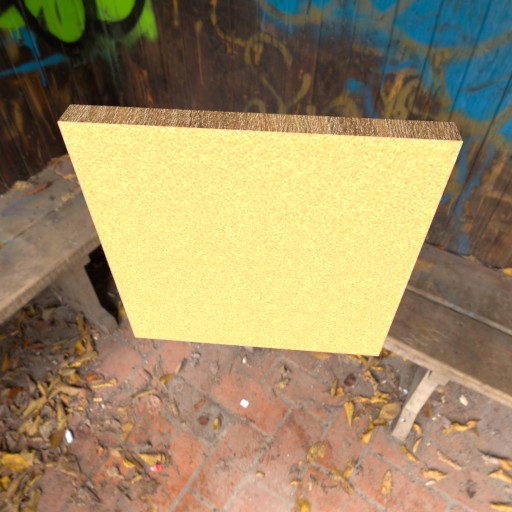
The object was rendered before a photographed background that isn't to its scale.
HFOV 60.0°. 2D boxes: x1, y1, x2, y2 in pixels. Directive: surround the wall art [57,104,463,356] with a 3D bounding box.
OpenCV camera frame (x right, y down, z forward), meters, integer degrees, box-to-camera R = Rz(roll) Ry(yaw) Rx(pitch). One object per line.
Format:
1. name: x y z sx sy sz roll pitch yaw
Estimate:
1. wall art: 0.000 0.000 0.600 0.406 0.403 0.039 4 47 3
